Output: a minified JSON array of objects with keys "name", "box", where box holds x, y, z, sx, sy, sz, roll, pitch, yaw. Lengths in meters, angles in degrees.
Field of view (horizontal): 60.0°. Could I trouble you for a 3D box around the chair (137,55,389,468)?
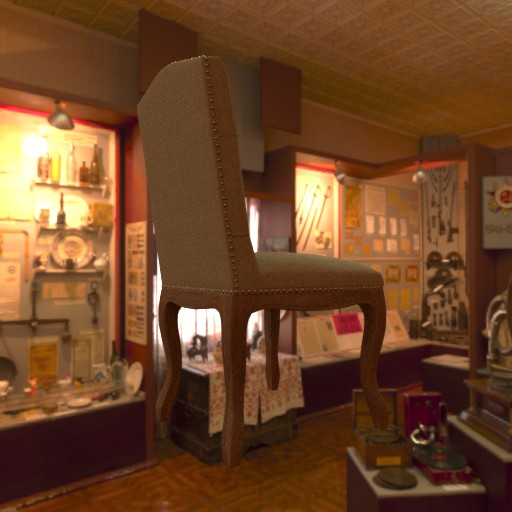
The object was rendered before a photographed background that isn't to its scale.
[{"name":"chair","box":[0.000,0.000,1.593,0.731,1.191,0.637,1,-2,-37]}]
